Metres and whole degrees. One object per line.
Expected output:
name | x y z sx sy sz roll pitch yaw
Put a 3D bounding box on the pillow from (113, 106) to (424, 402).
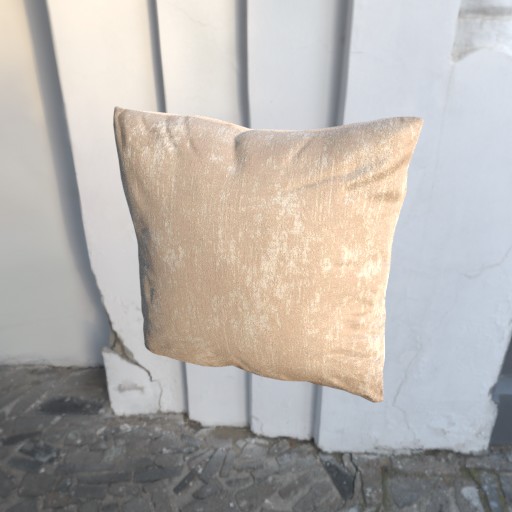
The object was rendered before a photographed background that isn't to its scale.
pillow | 0.000 0.000 0.707 0.450 0.448 0.245 9 27 18
